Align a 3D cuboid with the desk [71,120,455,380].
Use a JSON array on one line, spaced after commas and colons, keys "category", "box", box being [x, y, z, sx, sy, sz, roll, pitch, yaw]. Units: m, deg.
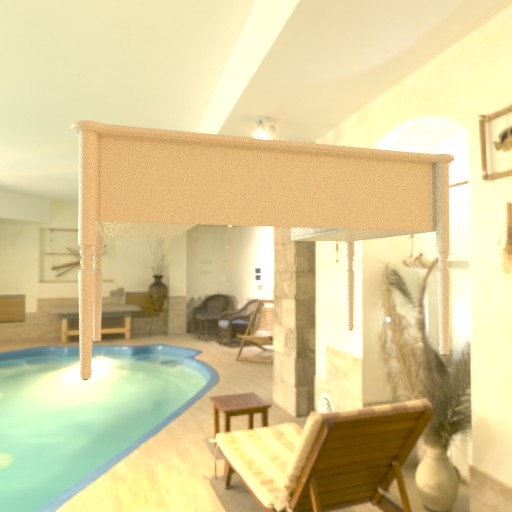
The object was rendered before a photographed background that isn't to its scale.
[{"category": "desk", "box": [0.000, 0.000, 1.850, 1.380, 0.762, 0.807, 1, -2, -17]}]
